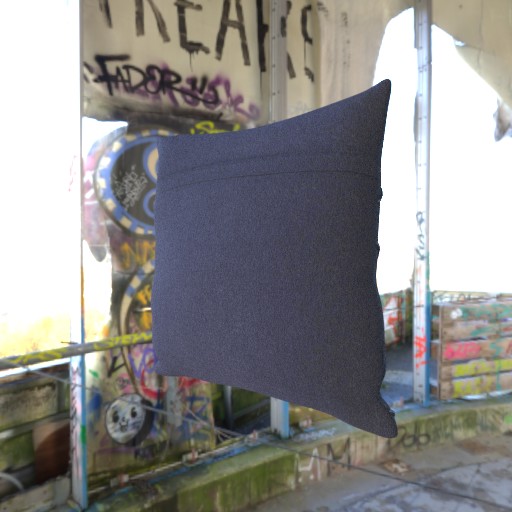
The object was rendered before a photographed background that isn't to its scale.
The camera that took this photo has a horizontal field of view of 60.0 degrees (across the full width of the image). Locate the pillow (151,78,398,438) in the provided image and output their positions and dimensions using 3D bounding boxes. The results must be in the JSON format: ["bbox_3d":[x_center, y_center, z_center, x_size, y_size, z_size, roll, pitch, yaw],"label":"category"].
[{"bbox_3d":[0.000,0.000,0.671,0.439,0.440,0.183,1,1,37],"label":"pillow"}]
